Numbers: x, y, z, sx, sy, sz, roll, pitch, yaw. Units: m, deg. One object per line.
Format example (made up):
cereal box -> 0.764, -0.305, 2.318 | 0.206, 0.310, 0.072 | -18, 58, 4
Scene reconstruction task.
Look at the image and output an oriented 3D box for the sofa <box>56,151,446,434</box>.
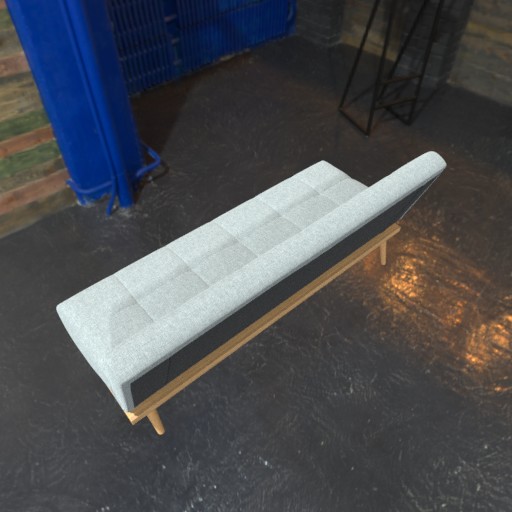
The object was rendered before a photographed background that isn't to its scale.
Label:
sofa -> 0.000, 0.000, 2.232 | 1.820, 0.800, 0.800 | -32, 55, -26
